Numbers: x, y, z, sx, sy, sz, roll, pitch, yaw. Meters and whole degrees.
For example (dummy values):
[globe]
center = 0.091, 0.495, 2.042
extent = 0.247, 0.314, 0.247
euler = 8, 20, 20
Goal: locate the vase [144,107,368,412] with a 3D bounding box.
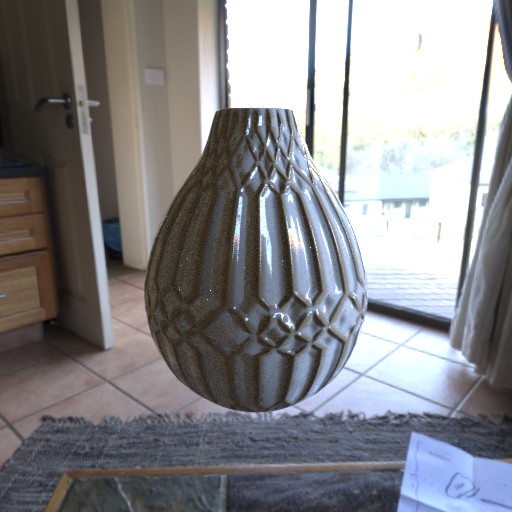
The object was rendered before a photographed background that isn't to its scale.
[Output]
[vase]
center = 0.000, 0.000, 0.319
extent = 0.159, 0.200, 0.159
euler = 0, 14, 0
